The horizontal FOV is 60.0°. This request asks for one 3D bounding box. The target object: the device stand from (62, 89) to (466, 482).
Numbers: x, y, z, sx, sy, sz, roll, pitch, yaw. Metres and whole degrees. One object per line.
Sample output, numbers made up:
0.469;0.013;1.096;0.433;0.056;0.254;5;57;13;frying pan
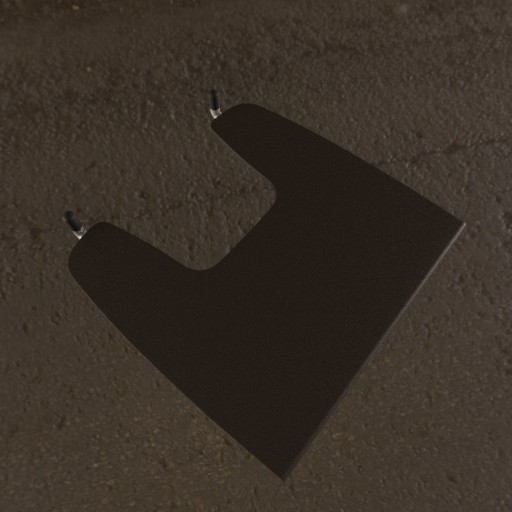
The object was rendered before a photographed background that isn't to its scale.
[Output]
0.000;0.000;0.354;0.230;0.092;0.230;36;69;16;device stand
